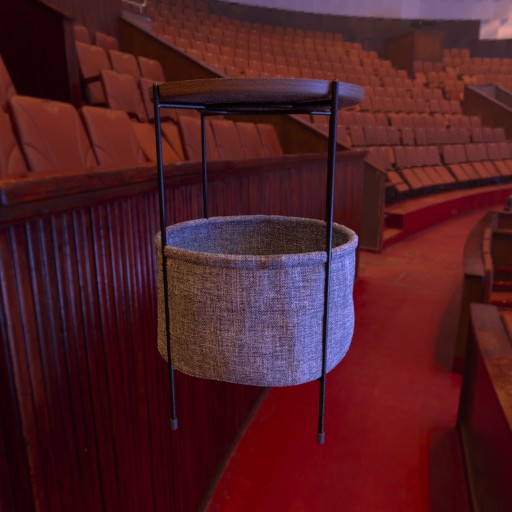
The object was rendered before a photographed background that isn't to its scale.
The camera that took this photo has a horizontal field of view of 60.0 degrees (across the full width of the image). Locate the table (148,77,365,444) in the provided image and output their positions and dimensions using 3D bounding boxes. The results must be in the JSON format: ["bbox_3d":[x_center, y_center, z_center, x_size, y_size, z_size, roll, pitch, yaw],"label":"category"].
[{"bbox_3d":[0.000,0.000,0.889,0.400,0.623,0.400,2,15,8],"label":"table"}]
